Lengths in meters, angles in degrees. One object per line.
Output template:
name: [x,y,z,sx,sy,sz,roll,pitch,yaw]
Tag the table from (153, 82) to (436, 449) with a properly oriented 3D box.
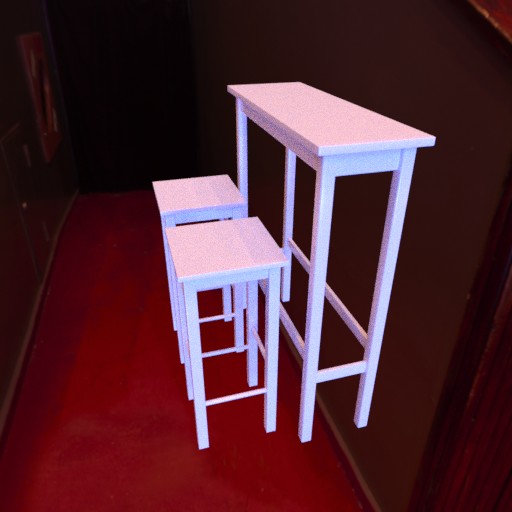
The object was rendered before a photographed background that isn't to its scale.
table: [0.000,0.000,1.649,0.650,1.065,0.915,-8,31,-14]
